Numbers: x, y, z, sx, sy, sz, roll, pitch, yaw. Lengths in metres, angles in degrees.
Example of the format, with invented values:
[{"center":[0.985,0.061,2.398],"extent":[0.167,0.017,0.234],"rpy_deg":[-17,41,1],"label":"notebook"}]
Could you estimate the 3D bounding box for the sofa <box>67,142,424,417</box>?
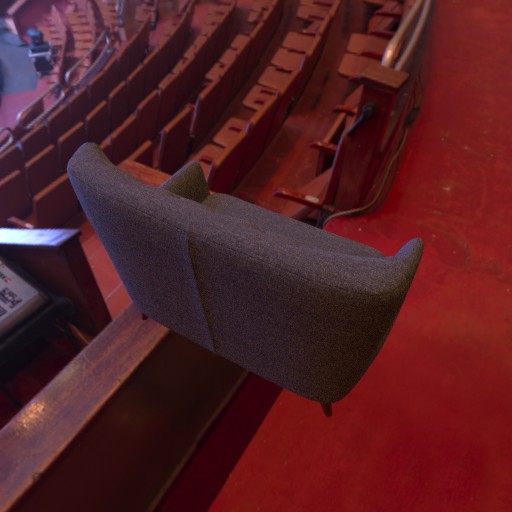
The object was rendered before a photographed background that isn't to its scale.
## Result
[{"center":[0.000,0.000,2.037],"extent":[1.358,1.028,0.874],"rpy_deg":[23,50,20],"label":"sofa"}]
